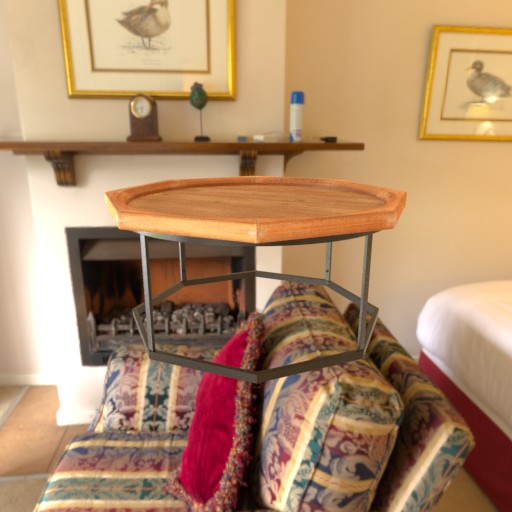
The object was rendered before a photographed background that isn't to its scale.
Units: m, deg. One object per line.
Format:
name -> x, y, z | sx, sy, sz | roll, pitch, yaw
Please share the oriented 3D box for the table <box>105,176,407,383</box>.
table -> 0.000, 0.000, 1.530 | 1.002, 0.444, 1.002 | 0, 16, 0
